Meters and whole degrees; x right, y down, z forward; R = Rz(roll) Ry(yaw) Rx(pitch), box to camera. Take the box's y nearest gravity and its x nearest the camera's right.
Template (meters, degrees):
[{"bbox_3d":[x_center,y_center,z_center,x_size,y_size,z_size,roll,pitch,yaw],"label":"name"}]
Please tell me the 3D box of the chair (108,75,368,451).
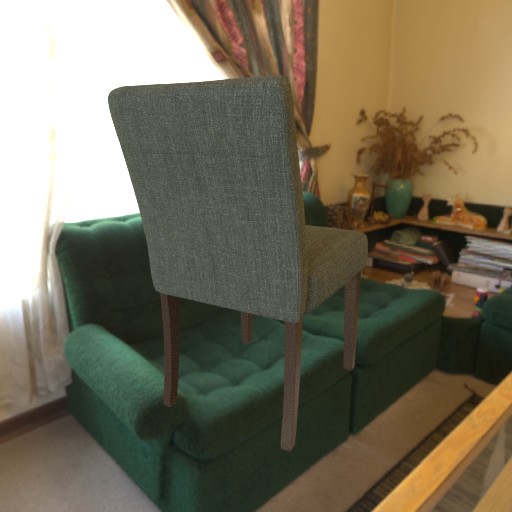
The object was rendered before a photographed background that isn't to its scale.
[{"bbox_3d":[0.000,0.000,1.260,0.487,0.884,0.629,9,18,28],"label":"chair"}]
